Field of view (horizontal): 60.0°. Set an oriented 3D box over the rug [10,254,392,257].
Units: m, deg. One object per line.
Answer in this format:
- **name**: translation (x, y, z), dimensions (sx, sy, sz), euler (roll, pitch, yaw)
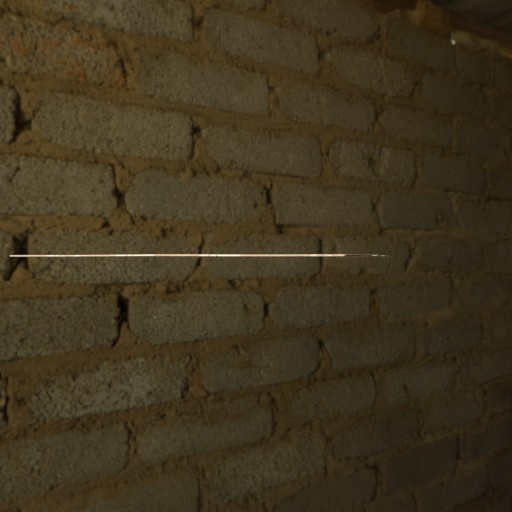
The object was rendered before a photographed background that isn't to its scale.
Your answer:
- **rug**: translation (0.000, 0.000, 2.113), dimensions (1.146, 0.010, 1.745), euler (0, 0, 21)
